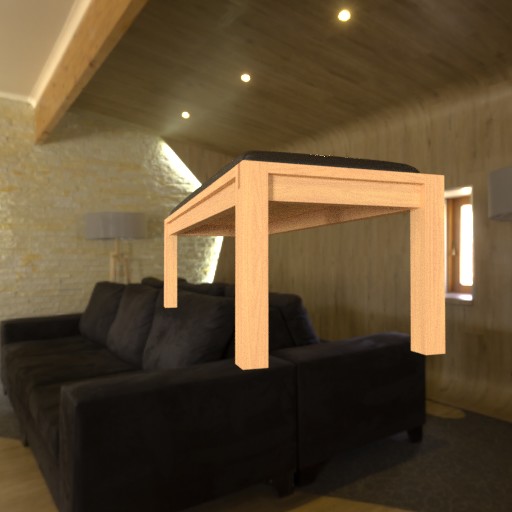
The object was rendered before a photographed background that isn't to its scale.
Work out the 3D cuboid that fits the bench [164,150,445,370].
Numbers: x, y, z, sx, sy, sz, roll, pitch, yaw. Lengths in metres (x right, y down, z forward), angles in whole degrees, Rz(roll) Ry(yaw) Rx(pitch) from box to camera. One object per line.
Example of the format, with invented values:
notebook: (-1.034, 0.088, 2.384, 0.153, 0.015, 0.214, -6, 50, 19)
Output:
bench: (0.000, 0.000, 1.445, 0.450, 0.430, 1.202, 0, -1, -18)
